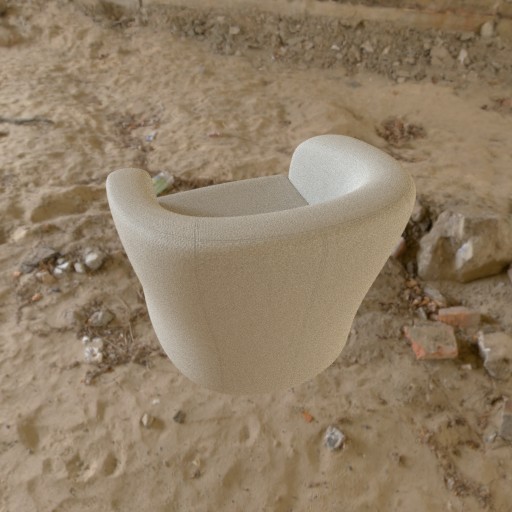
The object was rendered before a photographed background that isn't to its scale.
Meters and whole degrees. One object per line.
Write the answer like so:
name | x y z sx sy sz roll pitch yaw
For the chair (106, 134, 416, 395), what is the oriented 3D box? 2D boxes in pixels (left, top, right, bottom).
chair | 0.000 0.000 1.403 0.791 0.771 0.815 -13 43 -15
